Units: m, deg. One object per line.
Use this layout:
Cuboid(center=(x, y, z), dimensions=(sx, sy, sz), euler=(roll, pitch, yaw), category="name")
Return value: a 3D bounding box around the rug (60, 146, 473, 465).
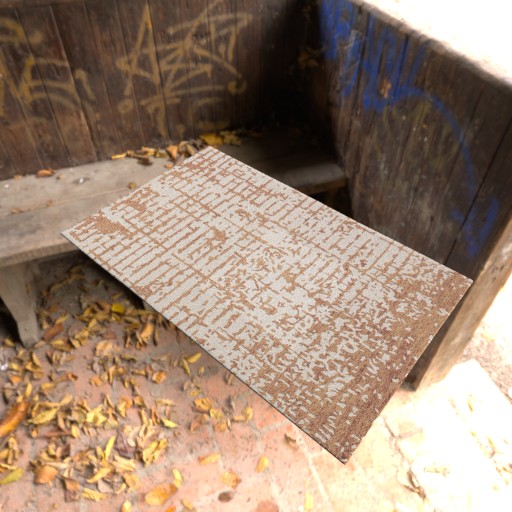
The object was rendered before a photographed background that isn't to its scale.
Cuboid(center=(0.000, 0.000, 3.045), dimensions=(2.435, 0.011, 1.517), euler=(32, 54, 27), category="rug")
